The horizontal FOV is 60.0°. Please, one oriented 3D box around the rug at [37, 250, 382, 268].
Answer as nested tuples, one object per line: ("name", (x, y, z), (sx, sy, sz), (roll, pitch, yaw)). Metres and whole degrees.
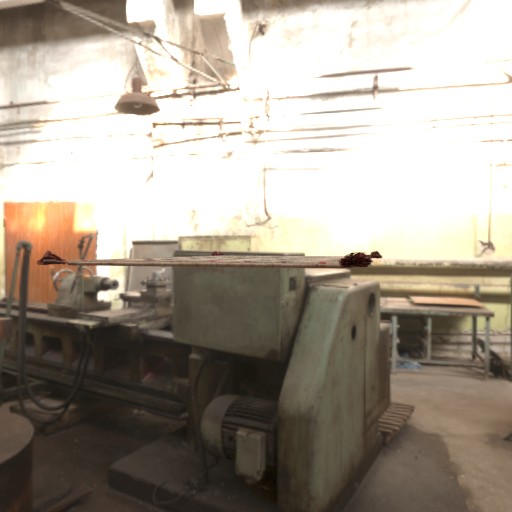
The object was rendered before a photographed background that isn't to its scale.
("rug", (0.000, 0.000, 2.676), (1.444, 0.067, 2.069), (0, 1, 17))
